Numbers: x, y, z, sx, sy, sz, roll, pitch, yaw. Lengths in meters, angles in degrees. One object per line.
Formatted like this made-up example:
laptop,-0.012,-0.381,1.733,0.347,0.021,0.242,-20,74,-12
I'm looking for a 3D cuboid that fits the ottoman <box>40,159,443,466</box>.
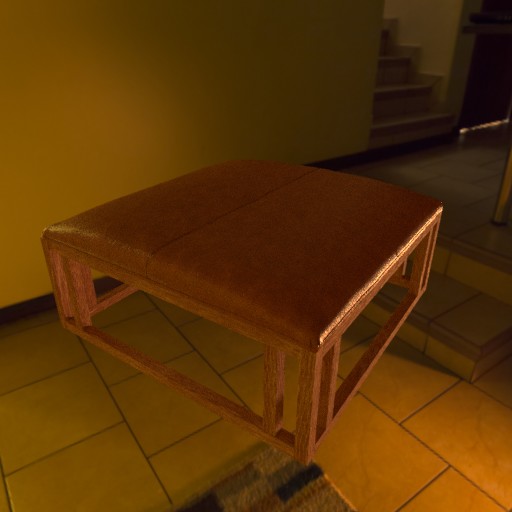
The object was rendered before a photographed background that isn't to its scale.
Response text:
ottoman,0.000,0.000,1.616,1.013,0.442,1.016,18,32,30
